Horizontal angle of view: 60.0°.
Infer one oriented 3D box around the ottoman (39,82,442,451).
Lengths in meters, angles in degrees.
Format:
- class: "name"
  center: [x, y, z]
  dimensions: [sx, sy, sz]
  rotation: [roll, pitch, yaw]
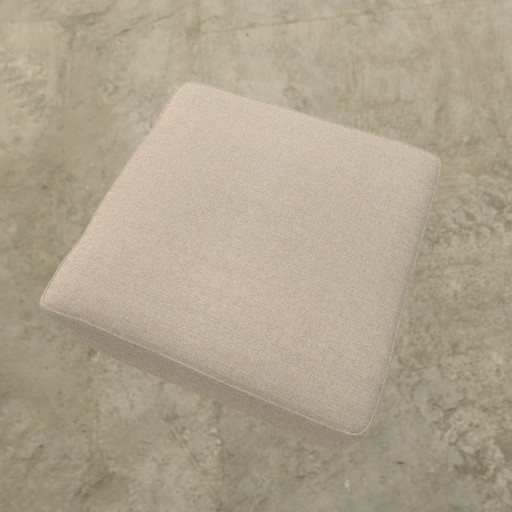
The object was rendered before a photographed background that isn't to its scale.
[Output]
- class: "ottoman"
  center: [0.000, 0.000, 1.318]
  dimensions: [0.838, 0.481, 0.838]
  rotation: [20, 66, 9]
